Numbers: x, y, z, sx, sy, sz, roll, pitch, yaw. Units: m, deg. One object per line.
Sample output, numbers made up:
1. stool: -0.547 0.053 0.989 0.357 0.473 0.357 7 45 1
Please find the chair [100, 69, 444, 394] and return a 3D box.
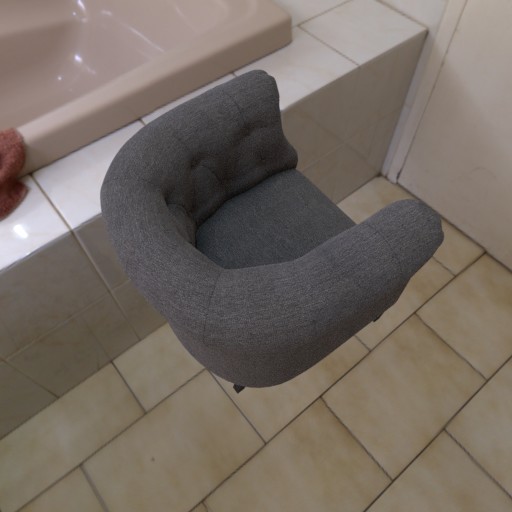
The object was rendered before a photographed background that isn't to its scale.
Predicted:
1. chair: 0.000 0.000 1.572 0.852 0.827 0.905 -32 63 -18
